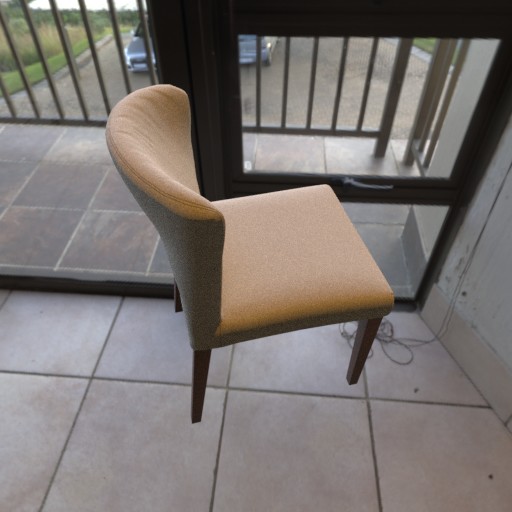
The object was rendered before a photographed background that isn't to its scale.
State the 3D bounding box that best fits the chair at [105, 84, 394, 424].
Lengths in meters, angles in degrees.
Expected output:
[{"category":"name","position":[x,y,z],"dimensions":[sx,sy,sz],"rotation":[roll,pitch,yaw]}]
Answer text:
[{"category":"chair","position":[0.000,0.000,1.182],"dimensions":[0.592,0.839,0.491],"rotation":[-10,46,-10]}]
